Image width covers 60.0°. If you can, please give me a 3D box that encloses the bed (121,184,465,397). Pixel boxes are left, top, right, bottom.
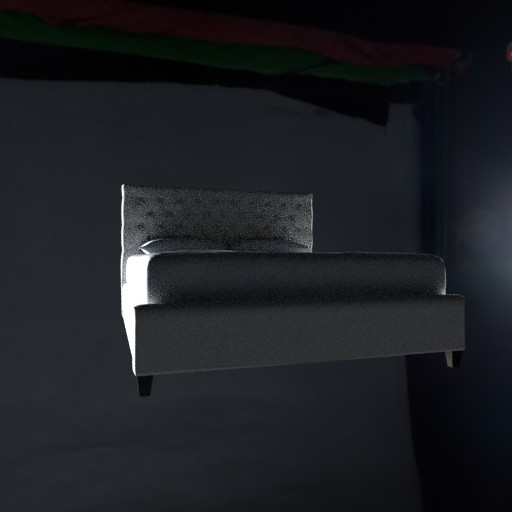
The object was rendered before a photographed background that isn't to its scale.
[{"bbox_3d":[0.000,0.000,3.639,2.078,1.427,2.387,0,0,-18],"label":"bed"}]
